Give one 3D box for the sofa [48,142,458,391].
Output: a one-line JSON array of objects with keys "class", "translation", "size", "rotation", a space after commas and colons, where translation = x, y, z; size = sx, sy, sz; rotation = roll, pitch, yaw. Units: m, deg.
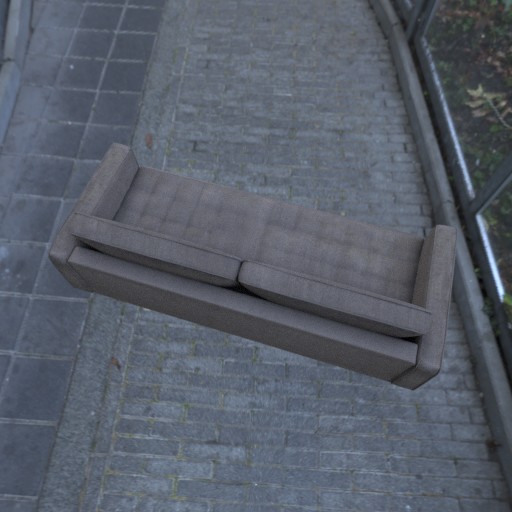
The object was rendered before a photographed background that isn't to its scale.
[{"class": "sofa", "translation": [0.000, 0.000, 2.742], "size": [2.295, 0.813, 0.923], "rotation": [15, 64, 8]}]
